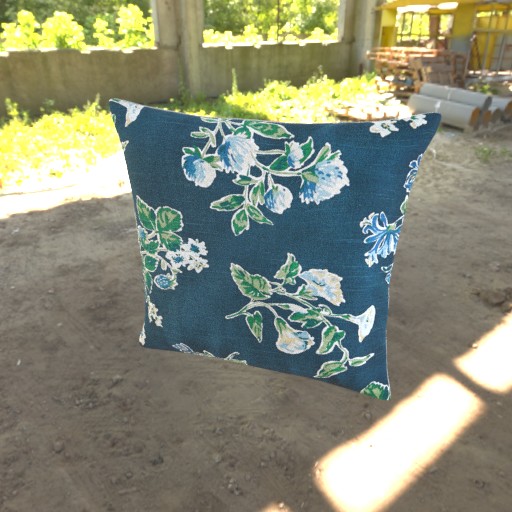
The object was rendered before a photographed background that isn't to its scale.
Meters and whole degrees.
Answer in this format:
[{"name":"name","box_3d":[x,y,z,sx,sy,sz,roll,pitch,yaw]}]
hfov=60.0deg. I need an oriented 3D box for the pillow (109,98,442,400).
[{"name":"pillow","box_3d":[0.000,0.000,0.779,0.525,0.508,0.166,8,28,16]}]
